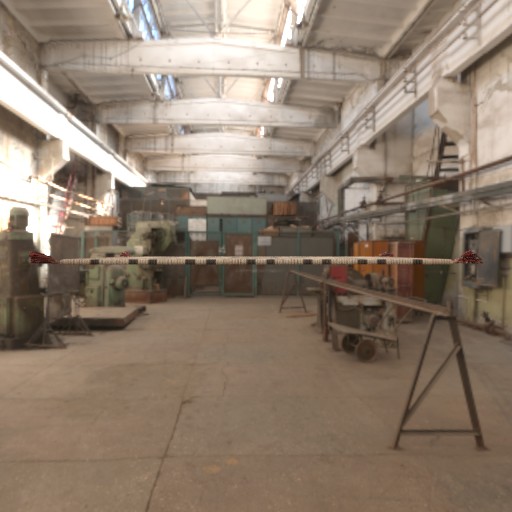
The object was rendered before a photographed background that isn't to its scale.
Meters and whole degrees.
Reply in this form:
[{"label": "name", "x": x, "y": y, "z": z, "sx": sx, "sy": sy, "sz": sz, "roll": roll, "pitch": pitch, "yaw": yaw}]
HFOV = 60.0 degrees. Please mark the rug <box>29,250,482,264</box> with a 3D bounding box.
[{"label": "rug", "x": 0.000, "y": 0.000, "z": 2.651, "sx": 2.069, "sy": 0.067, "sz": 1.444, "roll": 0, "pitch": 1, "yaw": -1}]
